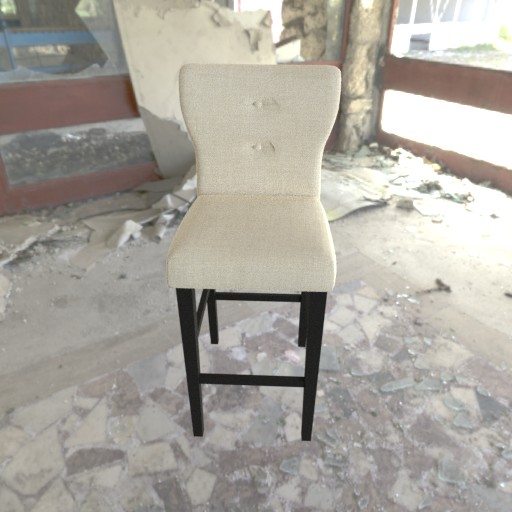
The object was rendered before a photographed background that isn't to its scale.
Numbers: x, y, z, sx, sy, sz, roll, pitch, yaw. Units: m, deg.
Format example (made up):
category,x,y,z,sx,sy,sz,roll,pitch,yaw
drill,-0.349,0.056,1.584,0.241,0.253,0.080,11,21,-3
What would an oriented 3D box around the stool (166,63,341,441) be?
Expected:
category,x,y,z,sx,sy,sz,roll,pitch,yaw
stool,0.000,0.000,1.474,0.516,1.124,0.603,1,30,2
